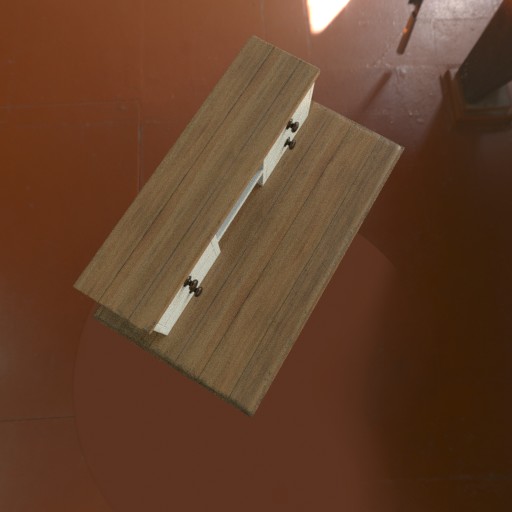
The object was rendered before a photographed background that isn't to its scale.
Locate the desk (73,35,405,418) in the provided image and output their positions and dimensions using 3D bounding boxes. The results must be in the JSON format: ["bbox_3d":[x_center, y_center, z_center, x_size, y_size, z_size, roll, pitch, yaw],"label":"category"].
[{"bbox_3d":[0.000,0.000,1.435,0.462,0.981,0.814,30,77,7],"label":"desk"}]
